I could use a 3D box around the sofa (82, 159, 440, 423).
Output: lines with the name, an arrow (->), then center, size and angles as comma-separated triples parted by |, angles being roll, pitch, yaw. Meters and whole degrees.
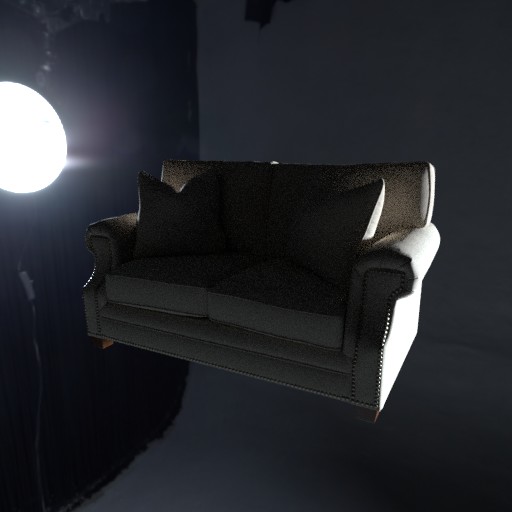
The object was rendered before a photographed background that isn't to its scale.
sofa -> 0.000, 0.000, 2.292 | 1.701, 0.966, 0.966 | 7, 15, 27
